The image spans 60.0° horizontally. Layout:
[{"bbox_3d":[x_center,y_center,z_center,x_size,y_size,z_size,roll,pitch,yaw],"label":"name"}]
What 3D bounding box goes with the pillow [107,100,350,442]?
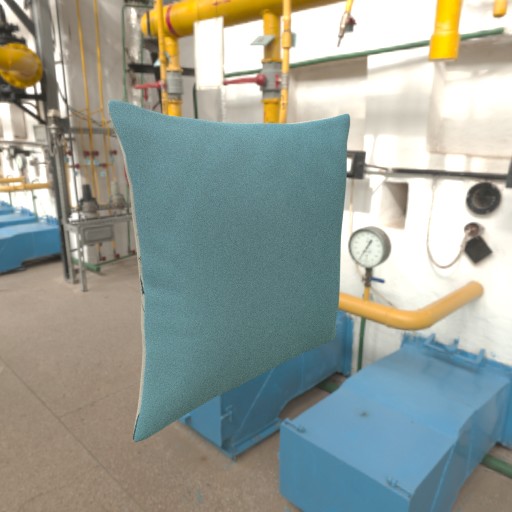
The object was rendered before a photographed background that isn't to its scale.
[{"bbox_3d":[0.000,0.000,0.799,0.526,0.507,0.166,-15,21,-42],"label":"pillow"}]
